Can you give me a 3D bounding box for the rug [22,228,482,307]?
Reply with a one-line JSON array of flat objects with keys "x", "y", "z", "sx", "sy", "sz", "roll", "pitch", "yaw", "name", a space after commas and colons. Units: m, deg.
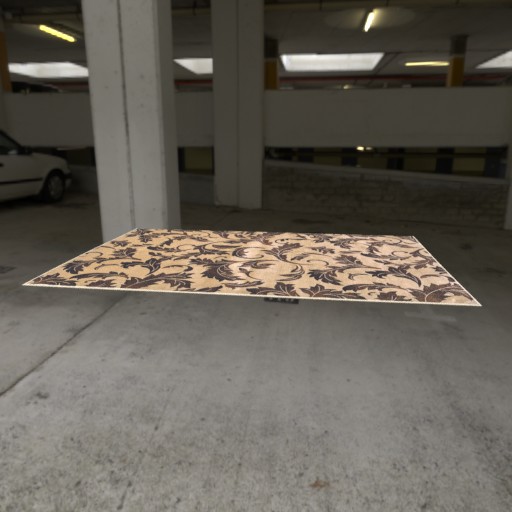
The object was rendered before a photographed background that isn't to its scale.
[{"x": 0.000, "y": 0.000, "z": 2.890, "sx": 2.284, "sy": 0.008, "sz": 1.522, "roll": 2, "pitch": 15, "yaw": 7, "name": "rug"}]
